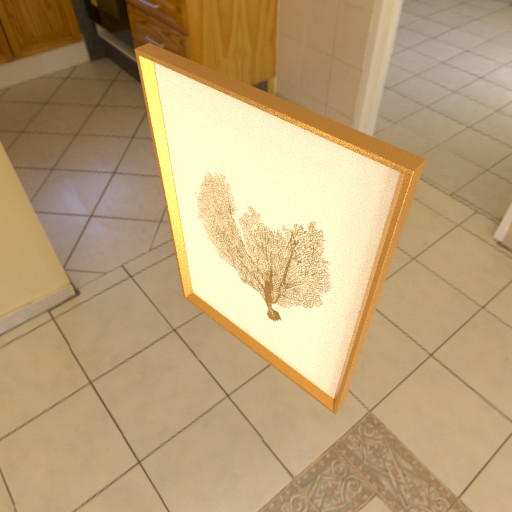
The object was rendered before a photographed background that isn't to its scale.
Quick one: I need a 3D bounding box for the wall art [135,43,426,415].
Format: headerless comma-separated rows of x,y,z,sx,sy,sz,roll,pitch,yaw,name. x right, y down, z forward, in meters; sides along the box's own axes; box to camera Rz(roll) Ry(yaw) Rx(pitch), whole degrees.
0.000,0.000,1.053,0.610,0.812,0.038,33,55,27,wall art
